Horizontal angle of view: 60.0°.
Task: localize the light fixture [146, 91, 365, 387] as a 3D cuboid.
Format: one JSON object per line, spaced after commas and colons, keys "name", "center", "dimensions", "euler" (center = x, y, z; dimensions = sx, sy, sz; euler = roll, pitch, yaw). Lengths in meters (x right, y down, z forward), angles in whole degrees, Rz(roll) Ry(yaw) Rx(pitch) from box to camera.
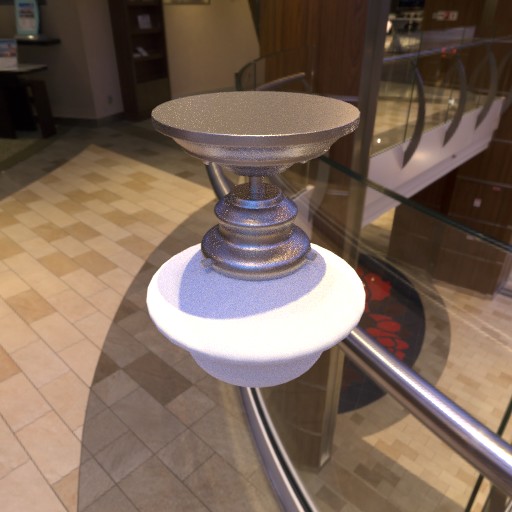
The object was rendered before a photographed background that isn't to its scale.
{"name": "light fixture", "center": [0.000, 0.000, 0.394], "dimensions": [0.199, 0.254, 0.199], "euler": [0, 30, 0]}
